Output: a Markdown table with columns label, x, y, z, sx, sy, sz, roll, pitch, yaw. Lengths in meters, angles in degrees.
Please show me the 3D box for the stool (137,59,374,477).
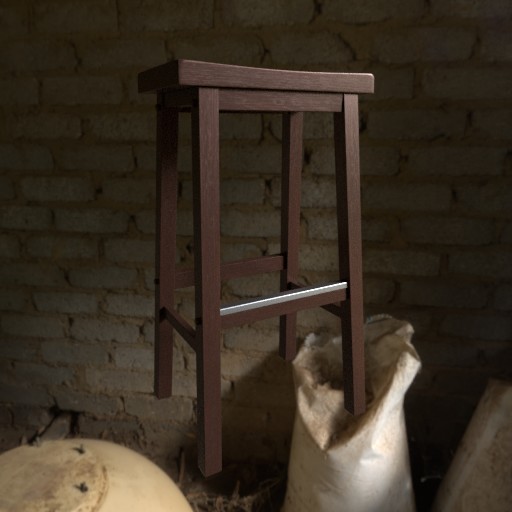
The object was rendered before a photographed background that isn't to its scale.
| label | x | y | z | sx | sy | sz | roll | pitch | yaw |
| --- | --- | --- | --- | --- | --- | --- | --- | --- | --- |
| stool | 0.000 | 0.000 | 0.969 | 0.406 | 0.742 | 0.322 | -9 | 19 | -28 |
